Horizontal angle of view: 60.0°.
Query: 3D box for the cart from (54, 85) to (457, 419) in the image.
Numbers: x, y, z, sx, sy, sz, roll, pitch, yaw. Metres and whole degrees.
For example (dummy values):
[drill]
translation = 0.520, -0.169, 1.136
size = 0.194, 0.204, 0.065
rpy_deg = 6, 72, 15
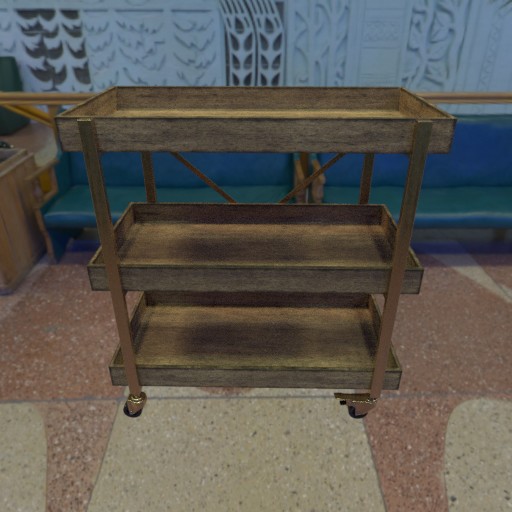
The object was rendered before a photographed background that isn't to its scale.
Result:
[cart]
translation = 0.000, 0.000, 1.179
size = 0.750, 0.799, 0.416
rpy_deg = 1, 29, 1
